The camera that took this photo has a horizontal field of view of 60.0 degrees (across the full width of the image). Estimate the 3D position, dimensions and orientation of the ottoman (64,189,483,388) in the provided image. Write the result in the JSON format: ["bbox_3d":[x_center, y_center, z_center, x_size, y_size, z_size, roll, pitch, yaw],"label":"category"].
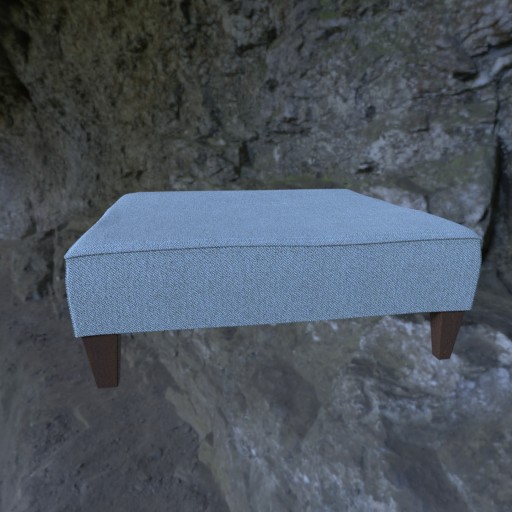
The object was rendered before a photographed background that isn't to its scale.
[{"bbox_3d":[0.000,0.000,1.519,1.004,0.379,0.968,-2,15,-9],"label":"ottoman"}]
